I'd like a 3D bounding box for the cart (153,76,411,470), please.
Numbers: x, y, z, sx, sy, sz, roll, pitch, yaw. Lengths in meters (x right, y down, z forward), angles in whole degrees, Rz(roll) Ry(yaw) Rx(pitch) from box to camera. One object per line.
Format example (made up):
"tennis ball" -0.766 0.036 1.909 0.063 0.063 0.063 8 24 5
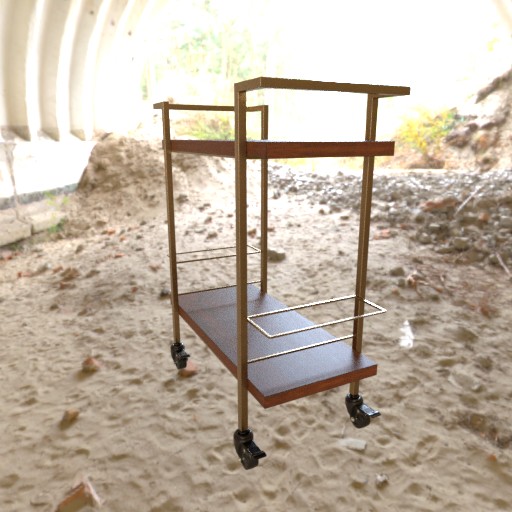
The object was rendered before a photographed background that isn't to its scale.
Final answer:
"cart" 0.000 0.000 1.190 0.364 0.807 0.695 -8 17 -26
